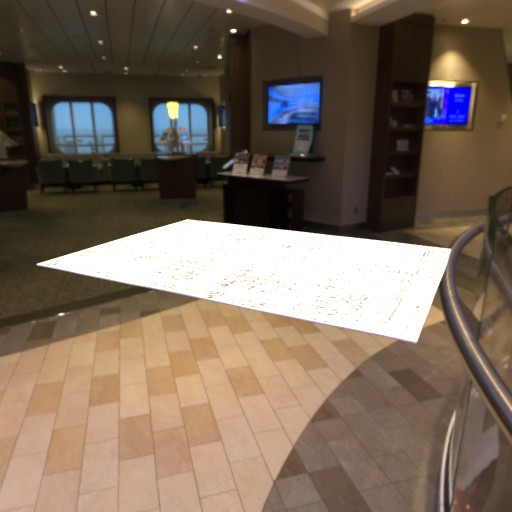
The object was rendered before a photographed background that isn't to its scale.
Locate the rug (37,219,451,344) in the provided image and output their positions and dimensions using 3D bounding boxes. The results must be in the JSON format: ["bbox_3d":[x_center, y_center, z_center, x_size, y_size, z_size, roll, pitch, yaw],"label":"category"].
[{"bbox_3d":[0.000,0.000,3.145,2.438,0.026,1.706,8,18,26],"label":"rug"}]
